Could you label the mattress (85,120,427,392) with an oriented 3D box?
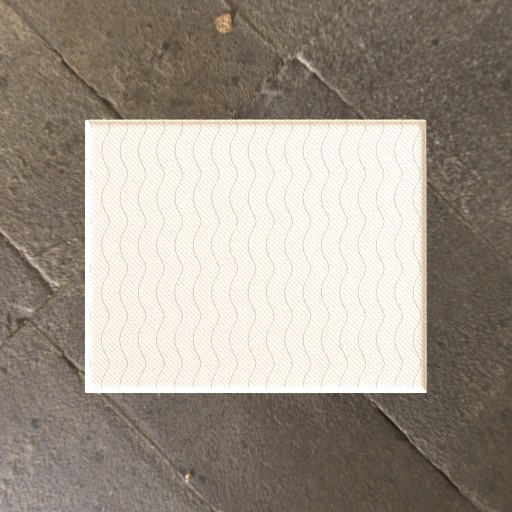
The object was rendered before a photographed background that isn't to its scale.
[{"bbox_3d":[0.000,0.000,2.695,2.000,0.230,1.600,0,90,0],"label":"mattress"}]
